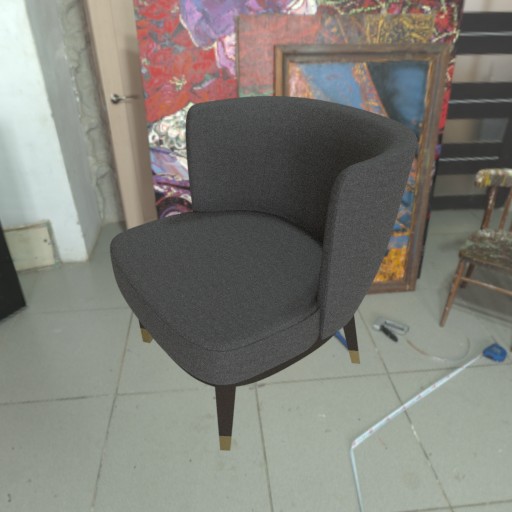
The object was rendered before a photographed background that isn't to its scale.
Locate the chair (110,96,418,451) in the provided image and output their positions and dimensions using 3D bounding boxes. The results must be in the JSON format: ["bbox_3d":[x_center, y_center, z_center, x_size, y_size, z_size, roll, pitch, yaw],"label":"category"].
[{"bbox_3d":[0.000,0.000,1.216,0.698,0.695,0.639,-21,37,-29],"label":"chair"}]
